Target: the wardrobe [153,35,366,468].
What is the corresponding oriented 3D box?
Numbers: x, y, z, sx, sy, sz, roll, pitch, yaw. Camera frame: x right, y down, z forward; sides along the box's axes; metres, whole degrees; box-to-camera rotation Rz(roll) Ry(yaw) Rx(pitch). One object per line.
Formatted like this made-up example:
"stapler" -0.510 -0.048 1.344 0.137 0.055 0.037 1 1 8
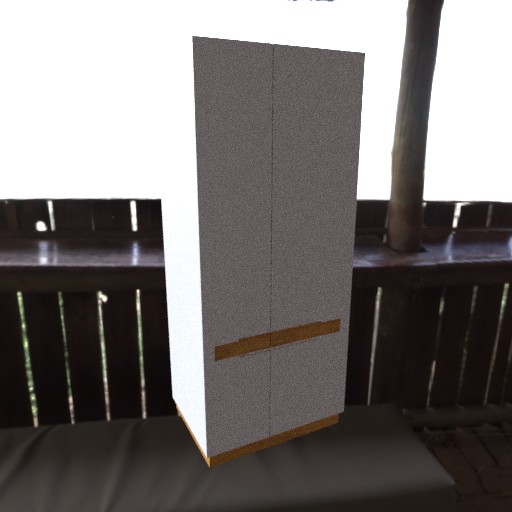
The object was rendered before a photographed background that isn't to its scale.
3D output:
"wardrobe" 0.000 0.000 2.440 0.860 2.040 0.600 -8 17 -26
